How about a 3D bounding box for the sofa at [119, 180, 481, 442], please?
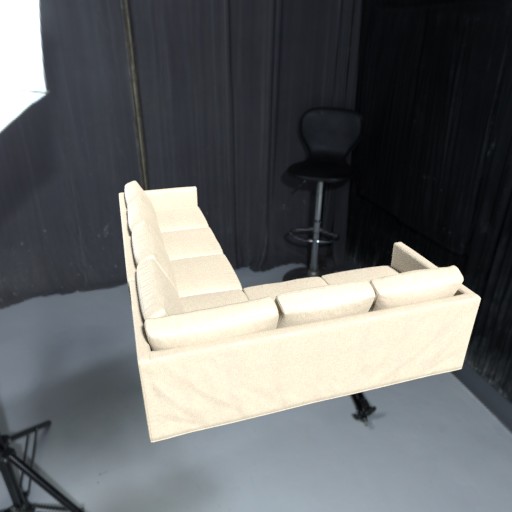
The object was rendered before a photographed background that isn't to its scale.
[{"bbox_3d":[0.000,0.000,4.324,2.432,0.871,3.182,-8,28,-15],"label":"sofa"}]
